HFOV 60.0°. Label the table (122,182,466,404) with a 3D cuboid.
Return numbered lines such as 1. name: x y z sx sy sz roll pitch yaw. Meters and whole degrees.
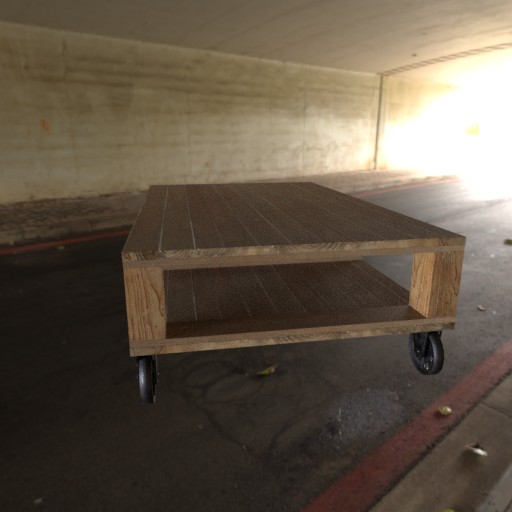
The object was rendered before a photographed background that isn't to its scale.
1. table: 0.000 0.000 1.701 0.827 0.413 1.299 -3 16 -10
